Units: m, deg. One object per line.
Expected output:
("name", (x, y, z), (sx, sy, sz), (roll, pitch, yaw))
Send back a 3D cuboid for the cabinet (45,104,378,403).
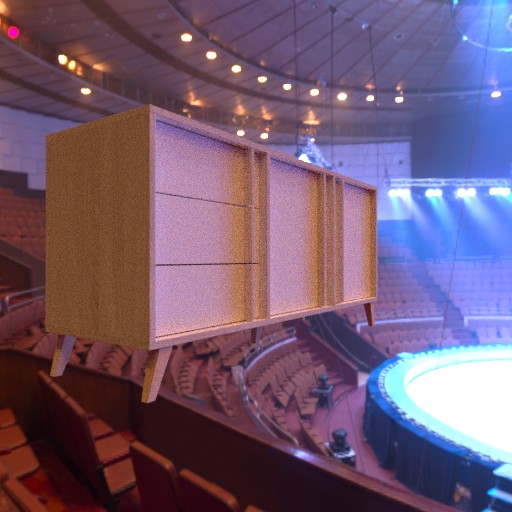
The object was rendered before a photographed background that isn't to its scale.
("cabinet", (0.000, 0.000, 1.964), (0.500, 0.780, 1.649), (0, 0, 36))
